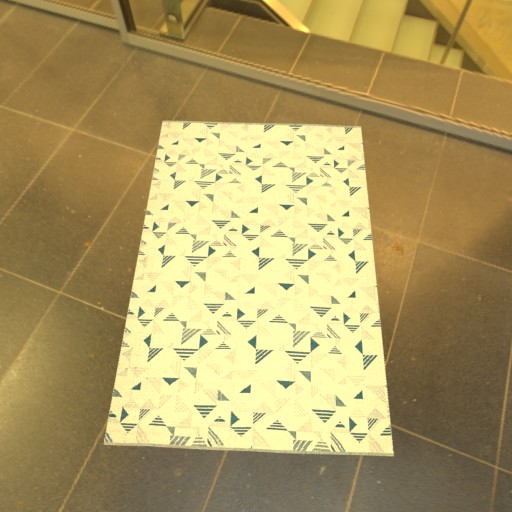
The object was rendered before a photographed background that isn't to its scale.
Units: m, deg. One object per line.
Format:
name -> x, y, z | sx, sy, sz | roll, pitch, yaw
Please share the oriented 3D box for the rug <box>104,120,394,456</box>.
rug -> 0.000, 0.000, 2.266 | 1.206, 0.003, 1.835 | 2, 62, 1
